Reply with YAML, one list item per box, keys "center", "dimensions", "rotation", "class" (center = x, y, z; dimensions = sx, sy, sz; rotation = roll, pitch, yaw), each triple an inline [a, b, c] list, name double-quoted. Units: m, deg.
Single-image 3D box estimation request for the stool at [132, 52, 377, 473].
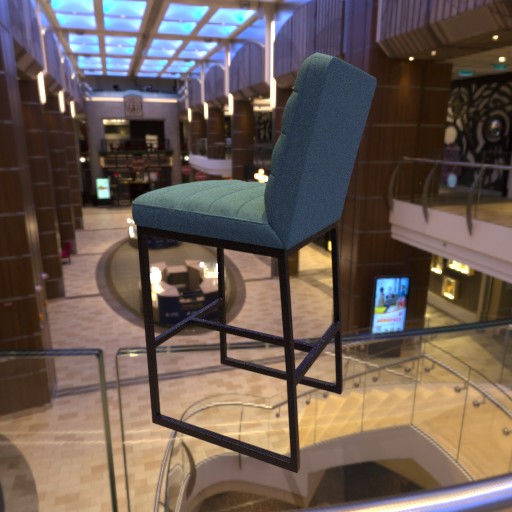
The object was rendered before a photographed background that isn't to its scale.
- center: [0.000, 0.000, 1.333]
  dimensions: [0.560, 1.040, 0.460]
  rotation: [7, 17, 25]
  class: "stool"
